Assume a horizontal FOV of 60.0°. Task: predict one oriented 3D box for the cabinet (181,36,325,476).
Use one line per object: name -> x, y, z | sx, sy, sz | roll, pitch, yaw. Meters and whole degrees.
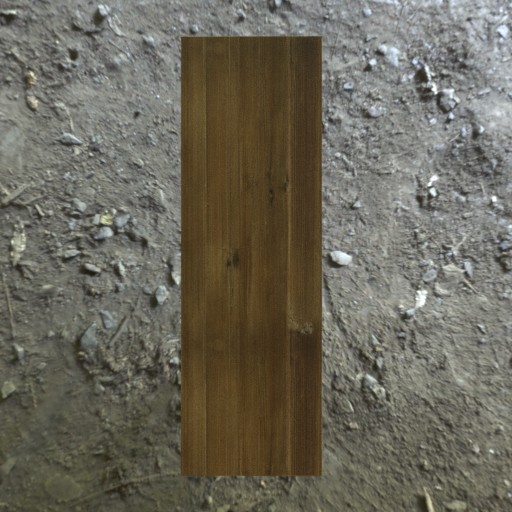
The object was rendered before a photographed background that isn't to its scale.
cabinet -> 0.000, 0.000, 1.809 | 0.472, 0.800, 1.400 | 0, 90, 0
